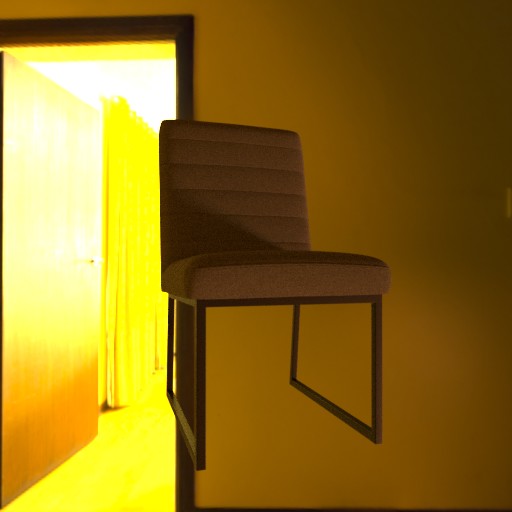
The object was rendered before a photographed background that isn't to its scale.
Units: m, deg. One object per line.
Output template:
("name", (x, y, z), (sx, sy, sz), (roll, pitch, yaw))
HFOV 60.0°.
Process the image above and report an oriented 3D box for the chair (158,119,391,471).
("chair", (0.000, 0.000, 1.310), (0.520, 0.930, 0.634), (0, 0, -18))
